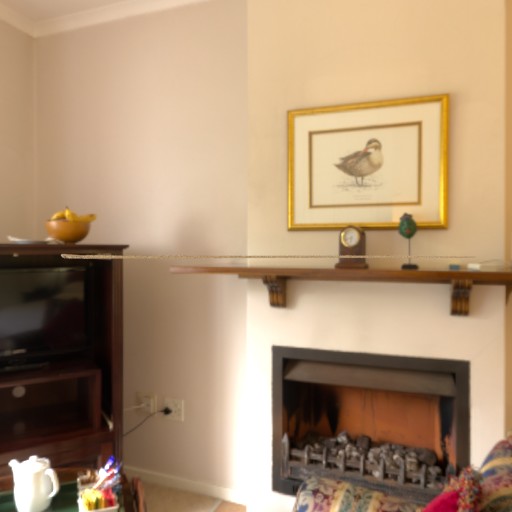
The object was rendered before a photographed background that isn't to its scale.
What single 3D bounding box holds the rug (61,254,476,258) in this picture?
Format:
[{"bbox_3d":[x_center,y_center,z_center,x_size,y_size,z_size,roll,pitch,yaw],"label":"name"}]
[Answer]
[{"bbox_3d":[0.000,0.000,2.398,1.828,0.019,1.209,0,0,-18],"label":"rug"}]
